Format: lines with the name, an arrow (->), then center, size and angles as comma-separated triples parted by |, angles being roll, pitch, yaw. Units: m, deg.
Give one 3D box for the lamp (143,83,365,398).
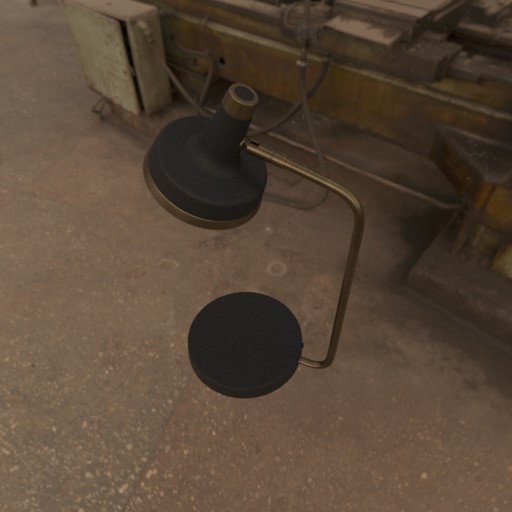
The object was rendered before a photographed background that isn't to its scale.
lamp -> 0.000, 0.000, 0.490 | 0.218, 0.385, 0.162 | 16, 49, 15
